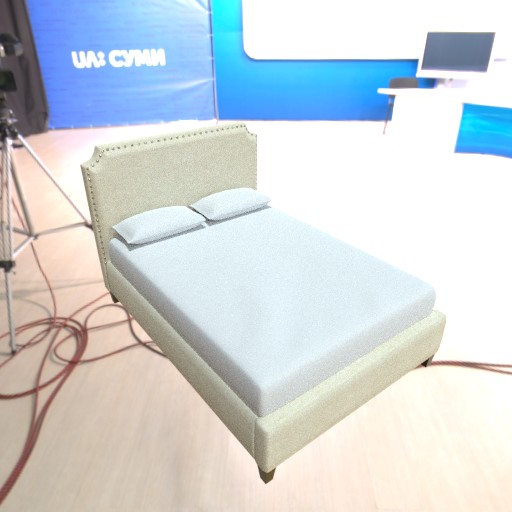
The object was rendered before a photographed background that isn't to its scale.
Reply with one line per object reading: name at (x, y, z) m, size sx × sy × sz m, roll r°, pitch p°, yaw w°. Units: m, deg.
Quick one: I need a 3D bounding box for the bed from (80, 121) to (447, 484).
bed at (0.000, 0.000, 3.444) m, size 1.713 × 1.457 × 2.381 m, roll -21°, pitch 35°, yaw -32°
